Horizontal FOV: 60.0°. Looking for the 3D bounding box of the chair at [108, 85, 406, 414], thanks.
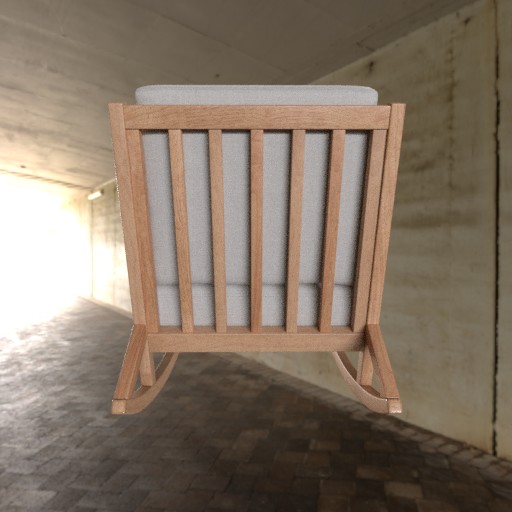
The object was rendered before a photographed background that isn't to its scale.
[{"bbox_3d":[0.000,0.000,1.355,0.622,0.790,0.857,0,1,0],"label":"chair"}]
